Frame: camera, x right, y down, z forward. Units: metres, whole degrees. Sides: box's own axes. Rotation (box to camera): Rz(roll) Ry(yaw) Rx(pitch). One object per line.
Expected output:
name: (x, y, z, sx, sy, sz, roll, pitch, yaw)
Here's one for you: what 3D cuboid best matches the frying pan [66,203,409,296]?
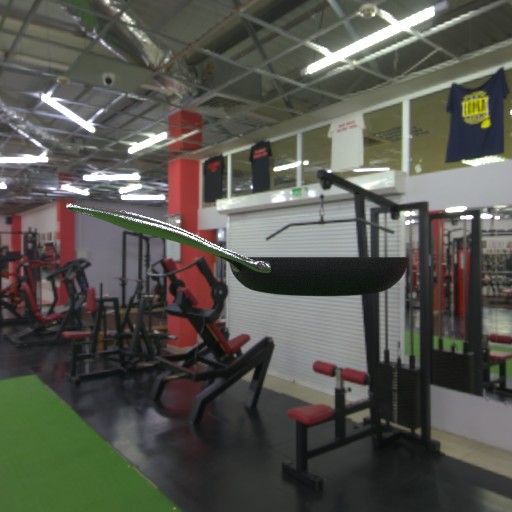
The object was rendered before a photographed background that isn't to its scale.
frying pan: (0.000, 0.000, 0.583, 0.472, 0.105, 0.255, 0, 0, -36)
